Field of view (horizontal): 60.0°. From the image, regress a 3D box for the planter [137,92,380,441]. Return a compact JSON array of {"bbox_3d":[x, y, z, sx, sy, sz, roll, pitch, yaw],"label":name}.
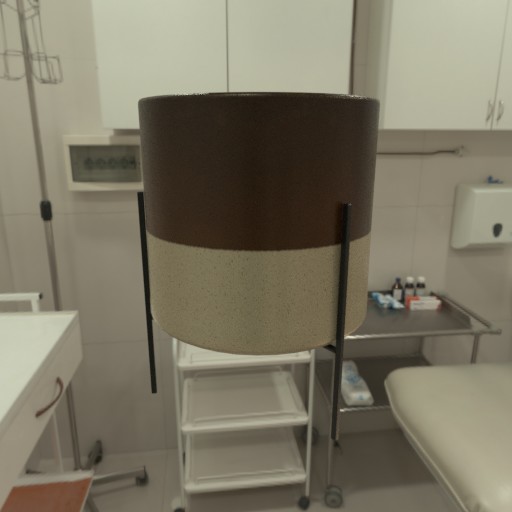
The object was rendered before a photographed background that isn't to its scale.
[{"bbox_3d":[0.000,0.000,0.706,0.354,0.465,0.345,-2,16,-7],"label":"planter"}]
